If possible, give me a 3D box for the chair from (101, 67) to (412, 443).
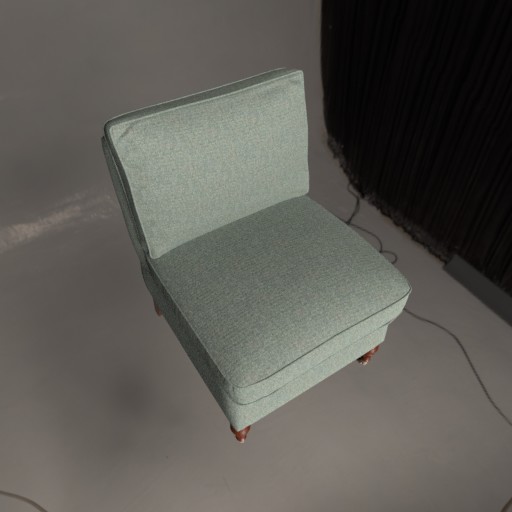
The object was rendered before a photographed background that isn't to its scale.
[{"bbox_3d":[0.000,0.000,1.411,0.624,0.901,0.796,-25,51,-22],"label":"chair"}]
